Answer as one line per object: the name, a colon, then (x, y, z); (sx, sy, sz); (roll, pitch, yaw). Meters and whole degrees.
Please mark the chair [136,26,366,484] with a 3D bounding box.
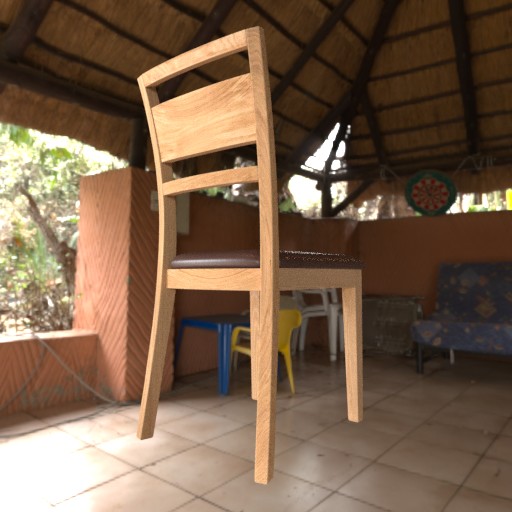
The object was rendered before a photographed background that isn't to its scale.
chair: (0.000, 0.000, 1.215); (0.420, 0.940, 0.545); (-2, -3, 38)
